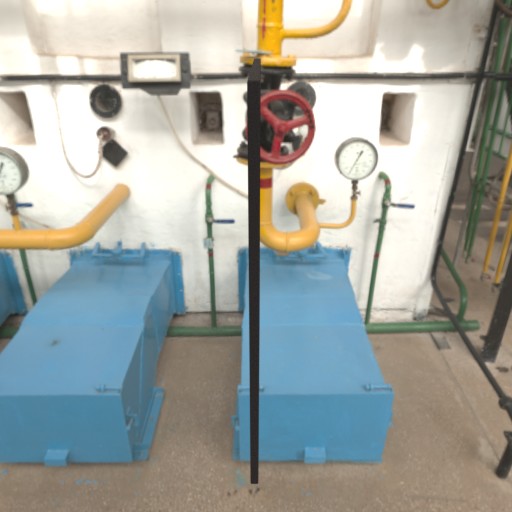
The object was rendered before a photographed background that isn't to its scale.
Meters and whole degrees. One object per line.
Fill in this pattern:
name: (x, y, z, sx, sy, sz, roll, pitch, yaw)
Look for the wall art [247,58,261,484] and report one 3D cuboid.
wall art: (0.000, 0.000, 0.670, 0.012, 0.529, 0.374, 0, 27, 0)
